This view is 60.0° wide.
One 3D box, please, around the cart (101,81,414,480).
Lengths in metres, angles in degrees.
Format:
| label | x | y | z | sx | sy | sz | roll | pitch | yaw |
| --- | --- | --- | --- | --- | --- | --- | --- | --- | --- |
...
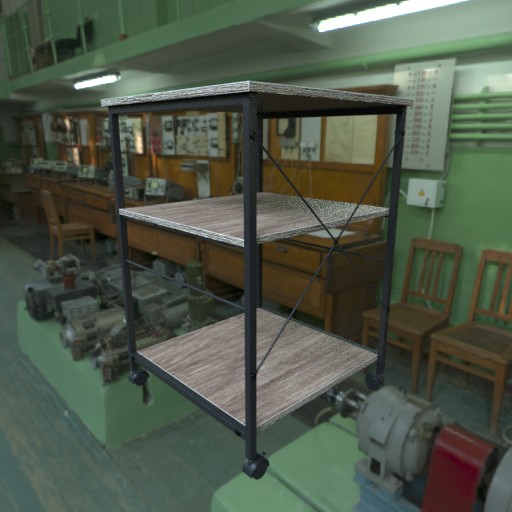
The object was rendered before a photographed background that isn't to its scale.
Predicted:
| label | x | y | z | sx | sy | sz | roll | pitch | yaw |
| --- | --- | --- | --- | --- | --- | --- | --- | --- | --- |
| cart | 0.000 | 0.000 | 1.141 | 0.521 | 0.762 | 0.520 | -14 | 20 | -41 |
